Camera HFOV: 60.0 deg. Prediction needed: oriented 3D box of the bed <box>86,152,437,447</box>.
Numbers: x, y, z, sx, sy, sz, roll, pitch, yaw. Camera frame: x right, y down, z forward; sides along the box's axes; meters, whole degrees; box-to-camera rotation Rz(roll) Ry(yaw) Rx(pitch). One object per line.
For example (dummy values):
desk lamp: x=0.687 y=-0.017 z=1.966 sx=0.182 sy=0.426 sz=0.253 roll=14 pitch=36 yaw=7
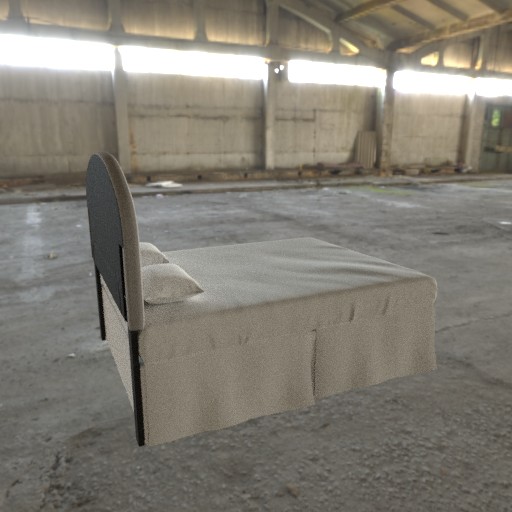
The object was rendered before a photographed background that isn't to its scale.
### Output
bed: x=0.000 y=0.000 z=3.064 sx=2.005 sy=1.410 sz=1.607 roll=-7 pitch=15 yaw=-25
